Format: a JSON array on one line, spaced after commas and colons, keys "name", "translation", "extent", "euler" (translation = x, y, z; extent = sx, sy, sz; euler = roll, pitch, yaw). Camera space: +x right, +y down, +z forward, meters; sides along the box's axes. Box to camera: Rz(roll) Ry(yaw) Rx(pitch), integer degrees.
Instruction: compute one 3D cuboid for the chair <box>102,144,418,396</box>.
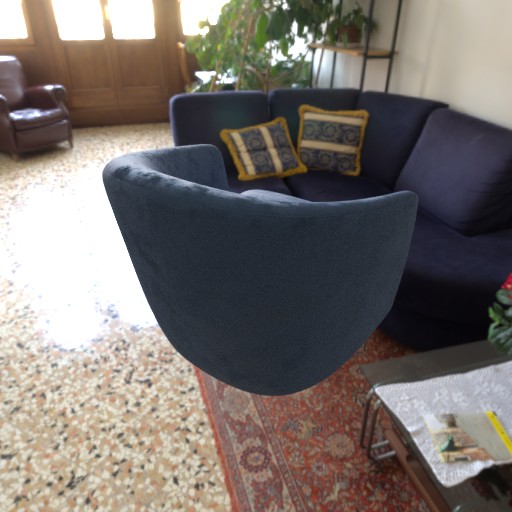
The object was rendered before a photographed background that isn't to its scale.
[{"name": "chair", "translation": [0.000, 0.000, 1.363], "extent": [0.773, 0.698, 0.767], "euler": [21, 36, 32]}]
